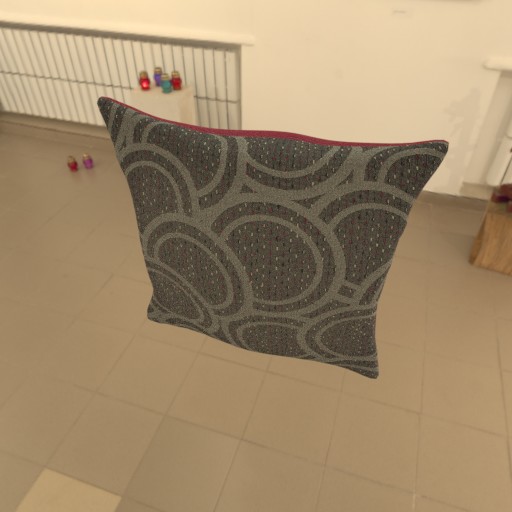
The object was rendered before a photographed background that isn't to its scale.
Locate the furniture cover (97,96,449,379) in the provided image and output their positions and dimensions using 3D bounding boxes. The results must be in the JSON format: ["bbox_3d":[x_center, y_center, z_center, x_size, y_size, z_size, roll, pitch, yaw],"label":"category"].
[{"bbox_3d":[0.000,0.000,0.785,0.514,0.513,0.163,12,42,13],"label":"furniture cover"}]
